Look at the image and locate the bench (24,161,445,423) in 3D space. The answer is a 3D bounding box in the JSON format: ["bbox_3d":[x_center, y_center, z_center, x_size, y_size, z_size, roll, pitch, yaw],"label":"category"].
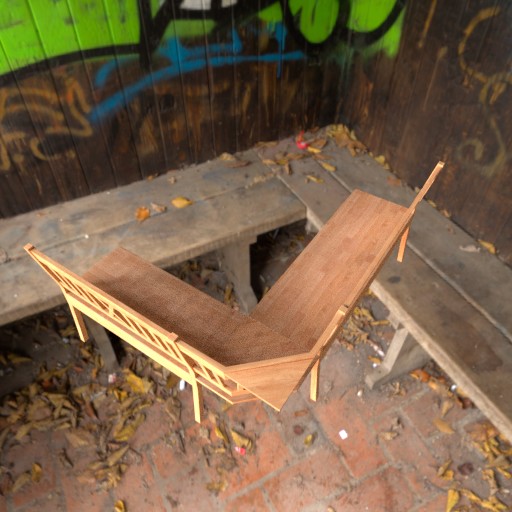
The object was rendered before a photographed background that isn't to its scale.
[{"bbox_3d":[0.000,0.000,2.827,1.537,0.902,1.937,26,51,23],"label":"bench"}]
